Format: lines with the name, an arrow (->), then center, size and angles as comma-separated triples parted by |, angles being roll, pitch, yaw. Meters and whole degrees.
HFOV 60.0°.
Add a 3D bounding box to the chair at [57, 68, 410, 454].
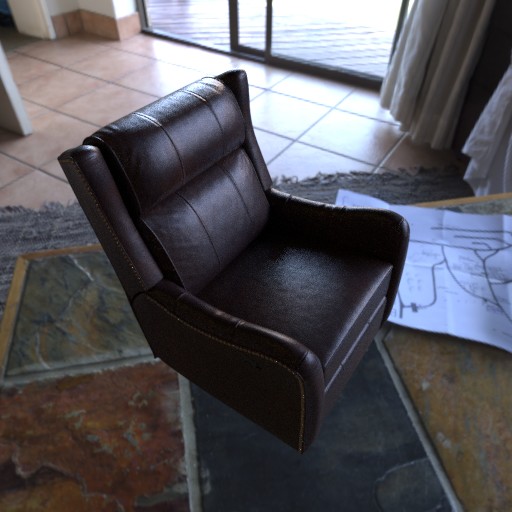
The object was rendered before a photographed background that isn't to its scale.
chair -> 0.000, 0.000, 1.772 | 1.008, 1.084, 0.869 | 25, 48, 25
